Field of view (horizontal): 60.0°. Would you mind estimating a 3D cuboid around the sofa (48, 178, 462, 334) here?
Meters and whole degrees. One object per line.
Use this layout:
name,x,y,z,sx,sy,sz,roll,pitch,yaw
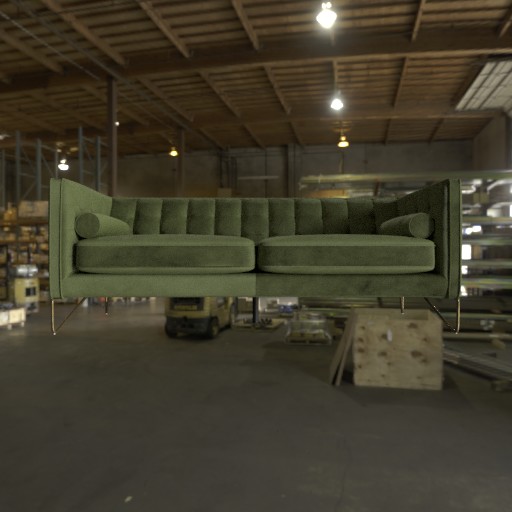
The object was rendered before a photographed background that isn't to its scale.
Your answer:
sofa,0.000,0.000,2.614,2.087,0.789,0.867,0,0,-1
